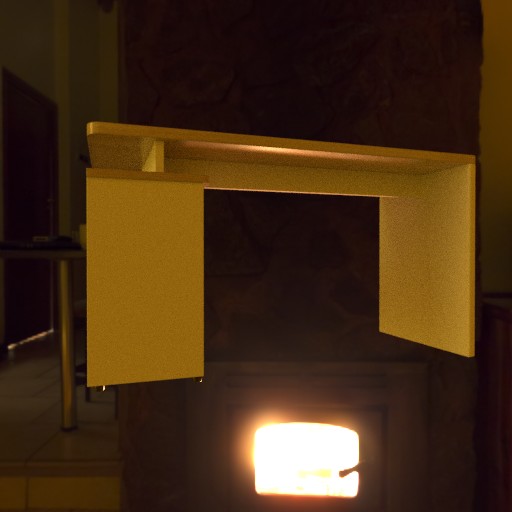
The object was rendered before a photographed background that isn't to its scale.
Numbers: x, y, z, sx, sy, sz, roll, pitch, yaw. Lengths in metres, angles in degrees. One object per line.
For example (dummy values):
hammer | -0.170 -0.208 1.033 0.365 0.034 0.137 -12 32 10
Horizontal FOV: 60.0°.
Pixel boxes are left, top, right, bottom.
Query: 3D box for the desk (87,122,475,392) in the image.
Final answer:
desk | 0.000 0.000 2.021 1.400 0.770 1.175 0 1 -19
